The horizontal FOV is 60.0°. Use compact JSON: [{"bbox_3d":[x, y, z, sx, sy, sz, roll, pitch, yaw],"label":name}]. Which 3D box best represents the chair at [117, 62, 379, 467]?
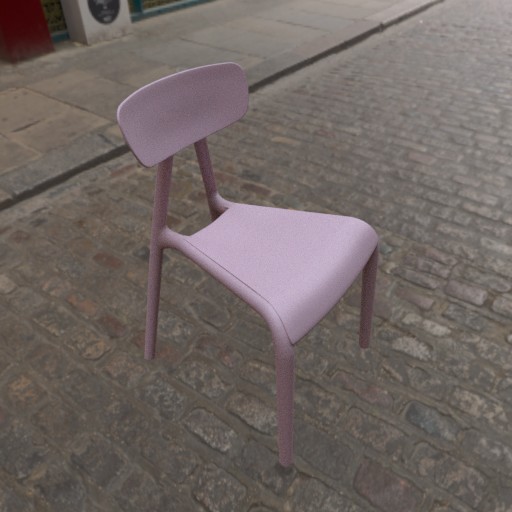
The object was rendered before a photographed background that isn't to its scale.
[{"bbox_3d":[0.000,0.000,0.823,0.401,0.580,0.356,25,46,27],"label":"chair"}]
